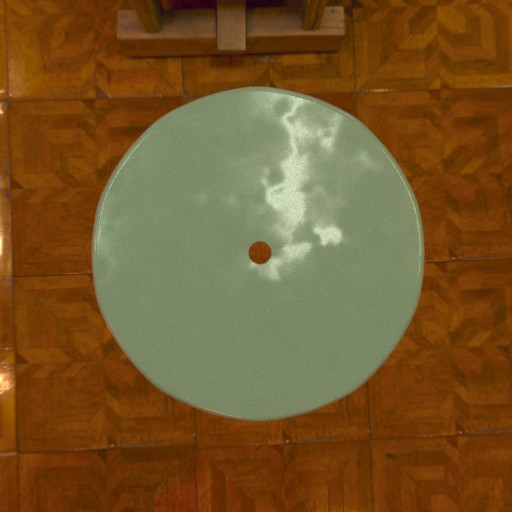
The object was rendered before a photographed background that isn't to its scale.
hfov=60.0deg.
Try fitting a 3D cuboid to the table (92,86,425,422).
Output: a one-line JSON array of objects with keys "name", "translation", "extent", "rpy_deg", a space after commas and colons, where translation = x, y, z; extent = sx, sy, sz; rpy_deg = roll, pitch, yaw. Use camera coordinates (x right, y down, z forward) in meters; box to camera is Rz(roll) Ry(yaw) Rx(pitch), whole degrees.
[{"name": "table", "translation": [0.000, 0.000, 0.646], "extent": [0.352, 0.387, 0.352], "rpy_deg": [0, 89, -1]}]
